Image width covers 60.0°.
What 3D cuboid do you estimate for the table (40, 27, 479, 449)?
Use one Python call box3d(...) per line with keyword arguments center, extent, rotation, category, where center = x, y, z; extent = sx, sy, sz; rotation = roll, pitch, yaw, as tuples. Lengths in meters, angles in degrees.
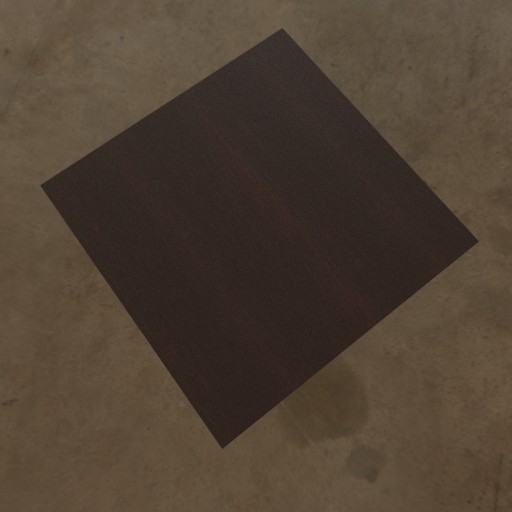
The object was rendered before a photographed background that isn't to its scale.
box3d(center=(0.000, 0.000, 0.971), extent=(0.495, 0.559, 0.495), rotation=(-36, 79, -9), category="table")
